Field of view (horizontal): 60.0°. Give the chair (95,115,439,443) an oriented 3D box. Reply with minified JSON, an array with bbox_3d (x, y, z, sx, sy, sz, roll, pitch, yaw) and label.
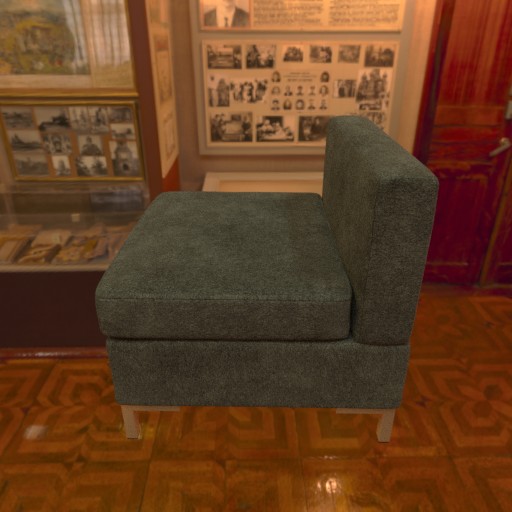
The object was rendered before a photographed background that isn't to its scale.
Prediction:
[{"bbox_3d":[0.000,0.000,1.205,0.680,0.660,0.680,0,27,1],"label":"chair"}]
